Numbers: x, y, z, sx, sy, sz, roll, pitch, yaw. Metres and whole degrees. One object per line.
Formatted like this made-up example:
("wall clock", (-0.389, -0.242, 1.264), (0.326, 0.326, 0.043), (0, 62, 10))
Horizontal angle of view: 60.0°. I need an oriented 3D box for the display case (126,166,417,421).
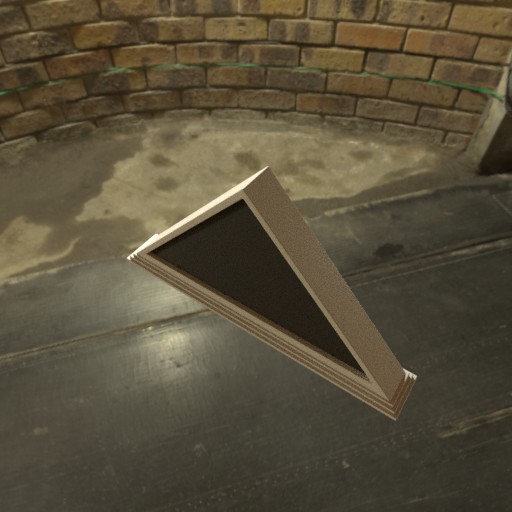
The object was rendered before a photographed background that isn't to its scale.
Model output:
("display case", (0.000, 0.000, 0.772), (0.640, 0.340, 0.095), (27, 53, 23))
